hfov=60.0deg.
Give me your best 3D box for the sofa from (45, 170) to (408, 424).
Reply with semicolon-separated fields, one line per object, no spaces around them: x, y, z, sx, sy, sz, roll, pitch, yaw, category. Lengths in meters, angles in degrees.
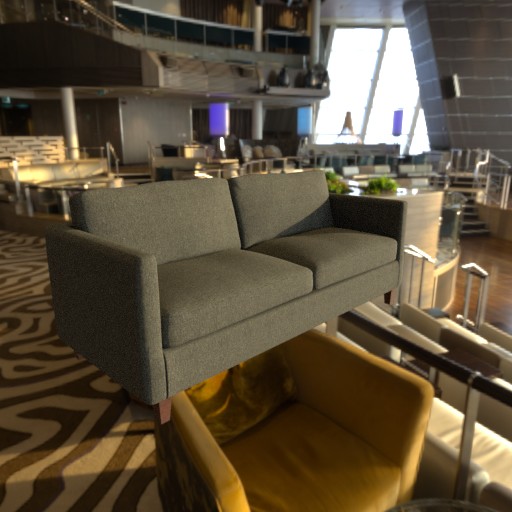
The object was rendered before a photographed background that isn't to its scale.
0.000;0.000;2.783;0.948;0.965;2.208;14;21;43;sofa
